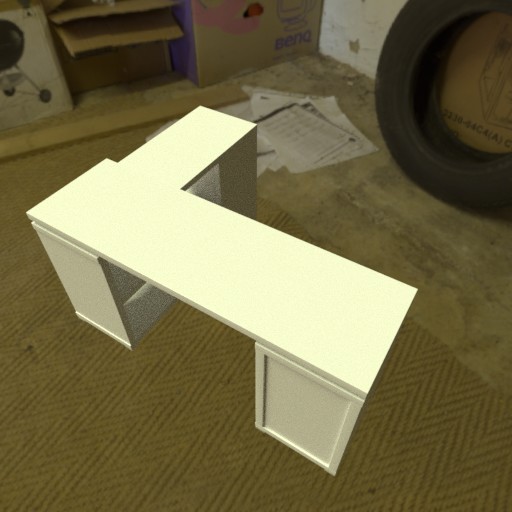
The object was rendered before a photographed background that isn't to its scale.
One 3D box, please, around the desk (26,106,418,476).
[{"bbox_3d":[0.000,0.000,2.201,1.524,0.753,1.200,24,51,21],"label":"desk"}]
